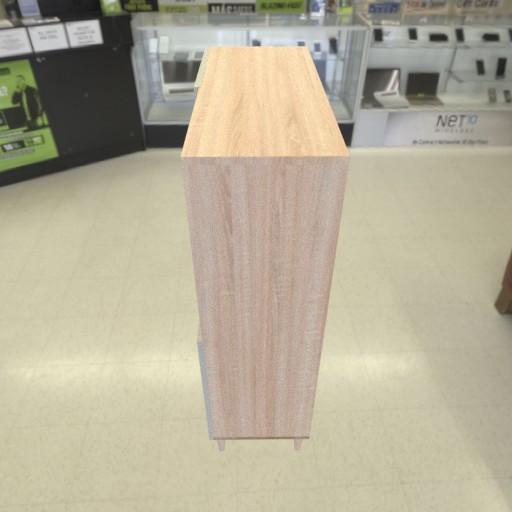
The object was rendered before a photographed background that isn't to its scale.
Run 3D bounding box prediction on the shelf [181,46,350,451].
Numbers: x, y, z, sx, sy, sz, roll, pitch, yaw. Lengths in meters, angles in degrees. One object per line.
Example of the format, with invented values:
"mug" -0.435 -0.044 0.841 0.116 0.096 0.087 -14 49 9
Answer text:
"shelf" 0.000 0.000 1.868 0.434 1.405 0.995 0 39 0
